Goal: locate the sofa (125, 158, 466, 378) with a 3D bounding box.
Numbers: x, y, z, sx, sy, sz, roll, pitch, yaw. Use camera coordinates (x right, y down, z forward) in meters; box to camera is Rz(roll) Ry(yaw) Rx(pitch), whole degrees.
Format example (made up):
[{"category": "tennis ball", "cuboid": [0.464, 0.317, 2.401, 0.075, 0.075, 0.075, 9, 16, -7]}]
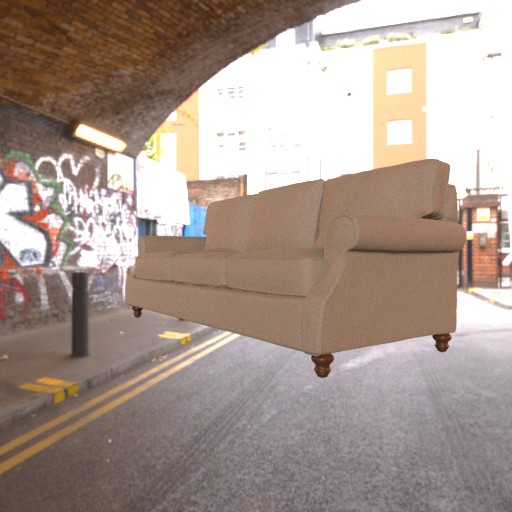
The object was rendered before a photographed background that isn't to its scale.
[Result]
[{"category": "sofa", "cuboid": [0.000, 0.000, 2.801, 0.966, 0.948, 2.354, 0, 0, -35]}]
